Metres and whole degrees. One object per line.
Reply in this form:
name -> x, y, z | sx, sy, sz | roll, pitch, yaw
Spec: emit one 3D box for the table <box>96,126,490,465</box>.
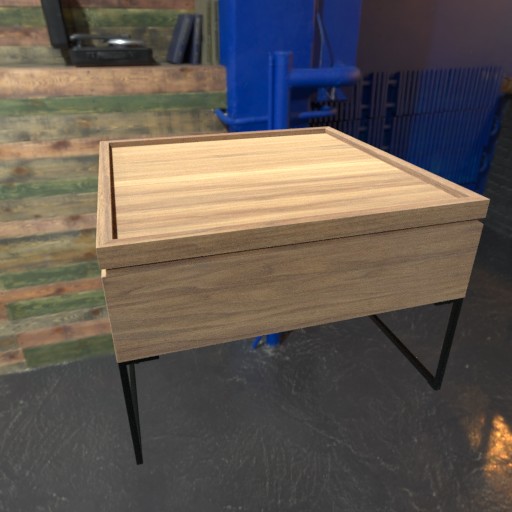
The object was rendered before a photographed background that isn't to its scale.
table -> 0.000, 0.000, 1.104 | 0.679, 0.464, 0.676 | -8, 29, -15
